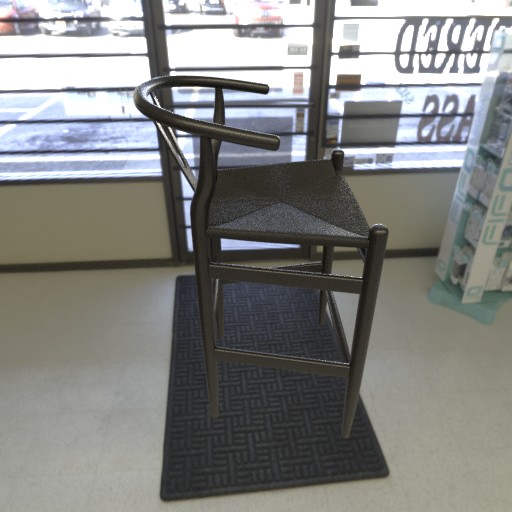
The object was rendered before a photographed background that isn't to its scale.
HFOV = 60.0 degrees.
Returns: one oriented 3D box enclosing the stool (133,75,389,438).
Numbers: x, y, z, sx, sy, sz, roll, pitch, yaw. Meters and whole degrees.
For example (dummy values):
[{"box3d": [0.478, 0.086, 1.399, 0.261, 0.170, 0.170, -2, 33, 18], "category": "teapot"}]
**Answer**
[{"box3d": [0.000, 0.000, 1.320, 0.579, 0.970, 0.569, 0, 32, -1], "category": "stool"}]
